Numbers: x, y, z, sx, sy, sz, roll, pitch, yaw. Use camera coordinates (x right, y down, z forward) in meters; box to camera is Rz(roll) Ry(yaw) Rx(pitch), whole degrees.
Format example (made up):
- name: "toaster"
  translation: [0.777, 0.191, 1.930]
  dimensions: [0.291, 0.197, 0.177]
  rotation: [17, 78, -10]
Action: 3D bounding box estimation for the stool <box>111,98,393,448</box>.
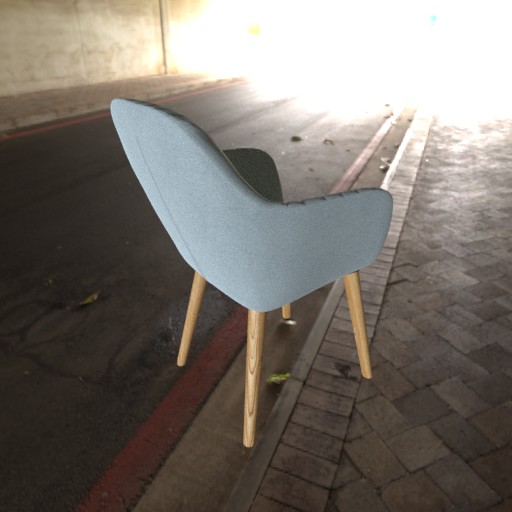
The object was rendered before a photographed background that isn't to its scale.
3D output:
- name: "stool"
  translation: [0.000, 0.000, 1.190]
  dimensions: [0.590, 0.830, 0.503]
  rotation: [-18, 32, -31]
